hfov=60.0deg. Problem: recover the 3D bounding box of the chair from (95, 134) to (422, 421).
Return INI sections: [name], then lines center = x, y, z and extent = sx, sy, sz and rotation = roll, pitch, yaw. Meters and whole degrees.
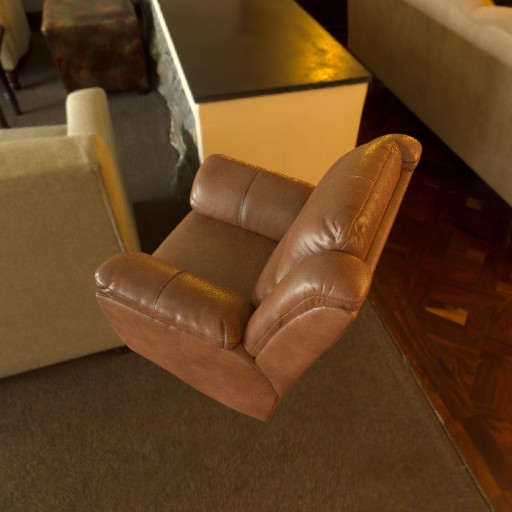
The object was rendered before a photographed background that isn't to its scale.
[chair]
center = 0.000, 0.000, 1.925
extent = 1.041, 1.093, 0.990
rotation = 19, 48, 17
